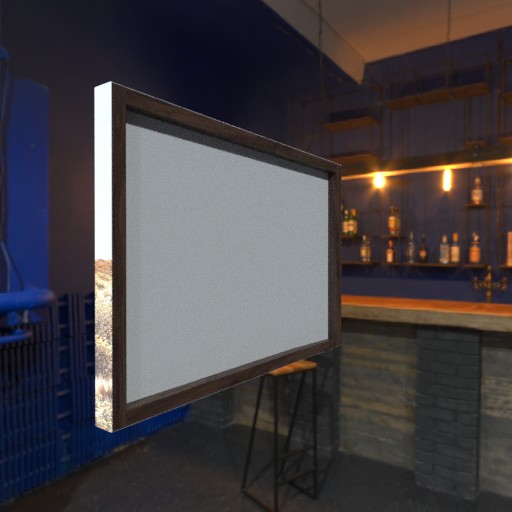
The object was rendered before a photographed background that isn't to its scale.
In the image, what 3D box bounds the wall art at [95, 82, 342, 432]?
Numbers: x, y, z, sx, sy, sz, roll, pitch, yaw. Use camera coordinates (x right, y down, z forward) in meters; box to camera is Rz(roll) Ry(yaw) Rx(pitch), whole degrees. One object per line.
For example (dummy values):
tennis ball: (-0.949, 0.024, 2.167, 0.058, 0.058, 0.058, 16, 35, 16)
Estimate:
wall art: (0.000, 0.000, 1.151, 0.050, 0.610, 0.914, 0, 1, 36)
